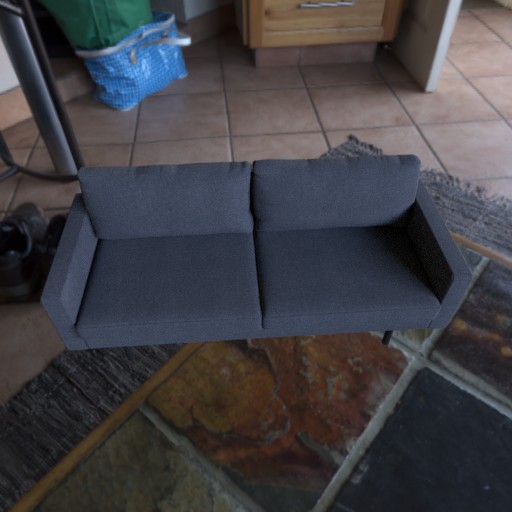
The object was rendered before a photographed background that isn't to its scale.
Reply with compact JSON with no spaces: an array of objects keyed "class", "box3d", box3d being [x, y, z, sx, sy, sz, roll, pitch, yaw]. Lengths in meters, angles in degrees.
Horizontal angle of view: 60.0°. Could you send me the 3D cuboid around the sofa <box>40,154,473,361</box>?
[{"class":"sofa","box3d":[0.000,0.000,2.537,2.100,0.880,0.880,-3,47,-3]}]
